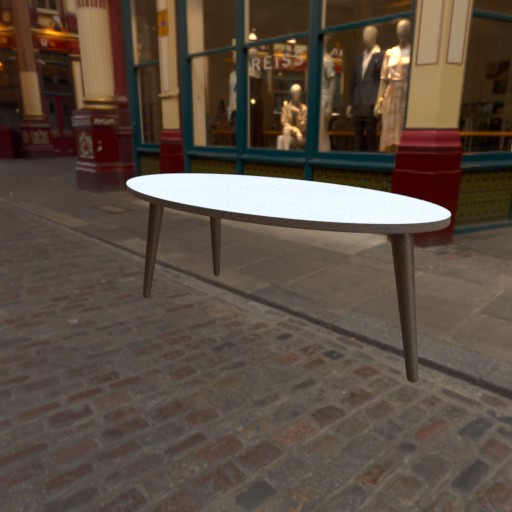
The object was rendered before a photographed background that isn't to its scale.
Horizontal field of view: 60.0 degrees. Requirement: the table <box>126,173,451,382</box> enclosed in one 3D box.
[{"bbox_3d":[0.000,0.000,1.319,1.083,0.390,0.542,16,23,42],"label":"table"}]
